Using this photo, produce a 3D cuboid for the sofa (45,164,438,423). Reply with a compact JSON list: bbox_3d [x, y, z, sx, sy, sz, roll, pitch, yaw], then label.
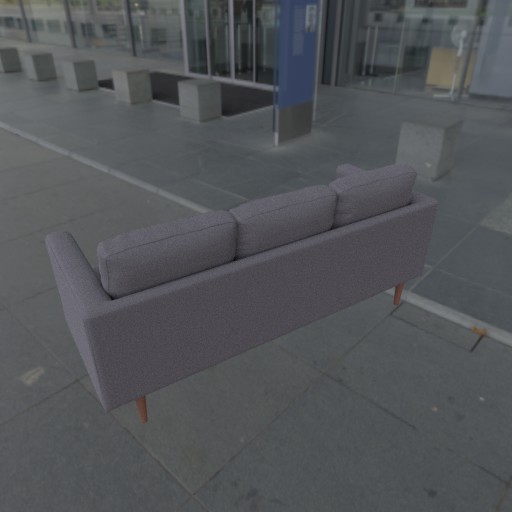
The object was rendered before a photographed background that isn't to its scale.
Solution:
[{"bbox_3d":[0.000,0.000,2.514,2.029,0.912,0.802,-18,35,-28],"label":"sofa"}]
